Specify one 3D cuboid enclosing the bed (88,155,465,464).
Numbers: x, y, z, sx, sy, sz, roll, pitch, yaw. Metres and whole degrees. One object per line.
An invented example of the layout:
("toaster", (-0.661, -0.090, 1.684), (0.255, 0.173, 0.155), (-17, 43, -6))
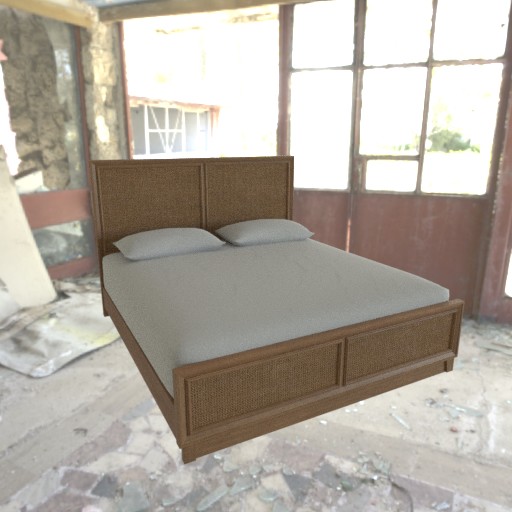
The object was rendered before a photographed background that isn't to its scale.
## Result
("bed", (0.000, 0.000, 3.397), (2.003, 1.387, 2.184), (-8, 17, -27))
